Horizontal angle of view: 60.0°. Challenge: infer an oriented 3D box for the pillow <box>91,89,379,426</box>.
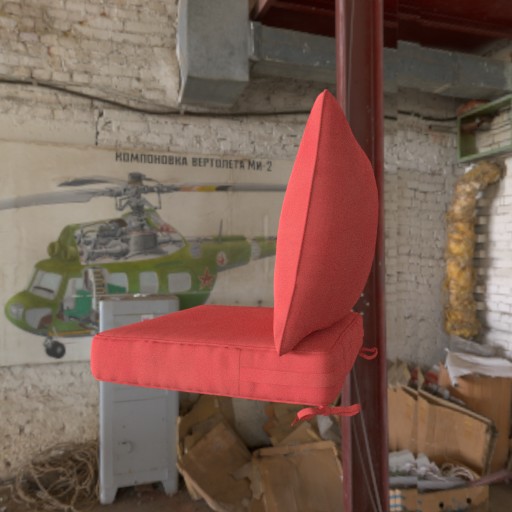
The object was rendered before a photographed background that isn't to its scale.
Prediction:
[{"bbox_3d":[0.000,0.000,1.381,0.733,0.725,0.798,0,1,19],"label":"pillow"}]
